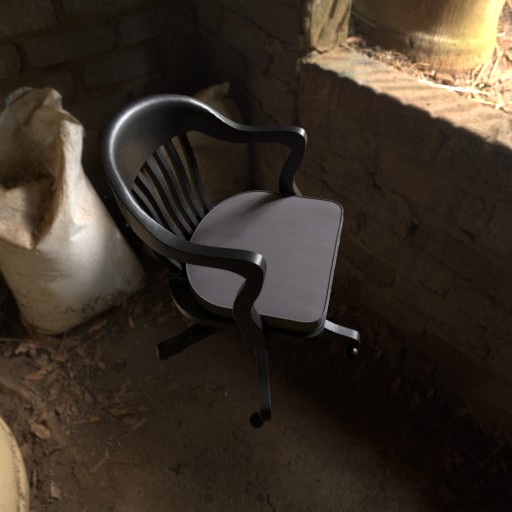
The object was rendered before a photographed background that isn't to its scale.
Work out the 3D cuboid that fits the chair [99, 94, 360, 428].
[{"bbox_3d":[0.000,0.000,1.421,0.788,0.878,0.750,10,47,10],"label":"chair"}]
